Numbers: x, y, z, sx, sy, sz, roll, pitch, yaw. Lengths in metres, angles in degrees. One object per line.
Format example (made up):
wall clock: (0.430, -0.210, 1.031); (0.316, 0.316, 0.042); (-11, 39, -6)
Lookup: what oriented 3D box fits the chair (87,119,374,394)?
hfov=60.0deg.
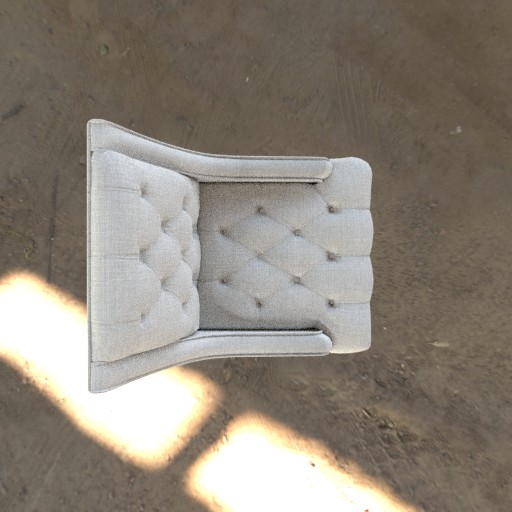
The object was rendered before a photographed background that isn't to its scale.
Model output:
chair: (0.000, 0.000, 1.439); (0.772, 0.891, 0.658); (0, 90, 0)
